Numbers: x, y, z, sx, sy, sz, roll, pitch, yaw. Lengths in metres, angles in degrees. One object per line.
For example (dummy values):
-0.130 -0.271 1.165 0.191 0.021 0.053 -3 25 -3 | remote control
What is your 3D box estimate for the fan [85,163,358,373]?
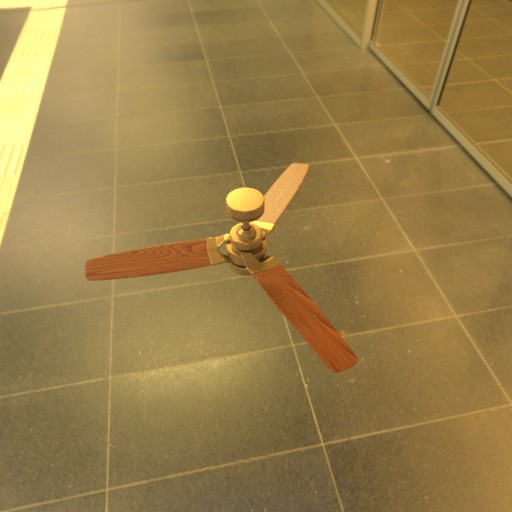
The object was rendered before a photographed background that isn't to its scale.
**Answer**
0.000 0.000 2.036 1.416 0.425 1.271 -23 51 -21 | fan
